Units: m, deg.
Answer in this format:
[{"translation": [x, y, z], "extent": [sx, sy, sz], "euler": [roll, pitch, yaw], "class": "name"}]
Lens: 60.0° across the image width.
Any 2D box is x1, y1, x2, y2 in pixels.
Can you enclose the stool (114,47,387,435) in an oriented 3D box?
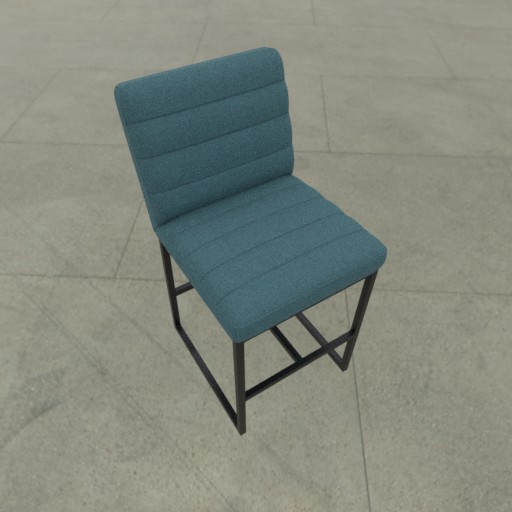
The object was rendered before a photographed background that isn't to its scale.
[{"translation": [0.000, 0.000, 1.285], "extent": [0.460, 0.940, 0.560], "euler": [-25, 51, -22], "class": "stool"}]
